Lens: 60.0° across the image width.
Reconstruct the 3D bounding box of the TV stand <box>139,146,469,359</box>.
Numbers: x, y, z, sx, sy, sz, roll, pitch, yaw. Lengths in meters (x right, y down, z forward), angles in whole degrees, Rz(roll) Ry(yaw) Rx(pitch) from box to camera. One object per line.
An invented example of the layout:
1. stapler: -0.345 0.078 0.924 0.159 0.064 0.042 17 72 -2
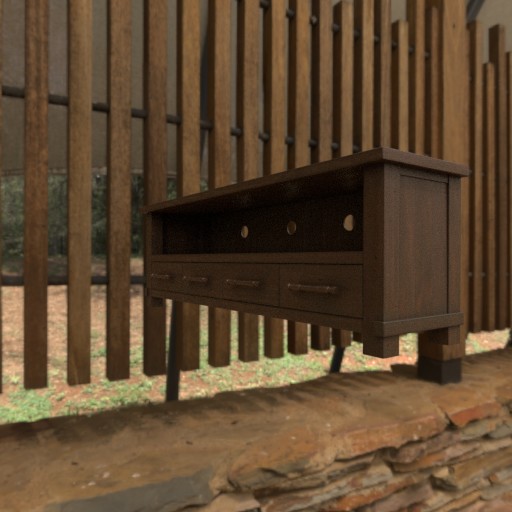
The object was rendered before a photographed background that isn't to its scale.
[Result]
1. TV stand: 0.000 0.000 2.145 0.471 0.615 1.866 0 0 -36
